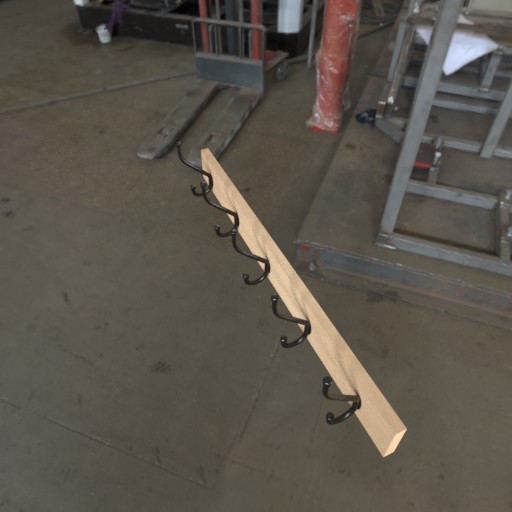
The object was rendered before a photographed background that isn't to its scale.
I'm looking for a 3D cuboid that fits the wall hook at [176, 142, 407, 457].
[{"bbox_3d":[0.000,0.000,0.617,0.071,0.117,0.571,-18,48,-17],"label":"wall hook"}]
